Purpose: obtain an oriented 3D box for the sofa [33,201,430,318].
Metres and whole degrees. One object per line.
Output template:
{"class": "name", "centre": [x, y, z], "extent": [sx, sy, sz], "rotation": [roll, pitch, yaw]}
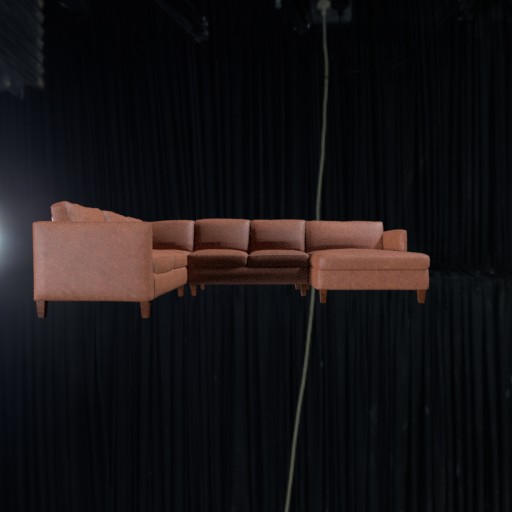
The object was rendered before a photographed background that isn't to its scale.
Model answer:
{"class": "sofa", "centre": [0.000, 0.000, 4.655], "extent": [3.460, 0.923, 2.593], "rotation": [0, 1, 0]}
